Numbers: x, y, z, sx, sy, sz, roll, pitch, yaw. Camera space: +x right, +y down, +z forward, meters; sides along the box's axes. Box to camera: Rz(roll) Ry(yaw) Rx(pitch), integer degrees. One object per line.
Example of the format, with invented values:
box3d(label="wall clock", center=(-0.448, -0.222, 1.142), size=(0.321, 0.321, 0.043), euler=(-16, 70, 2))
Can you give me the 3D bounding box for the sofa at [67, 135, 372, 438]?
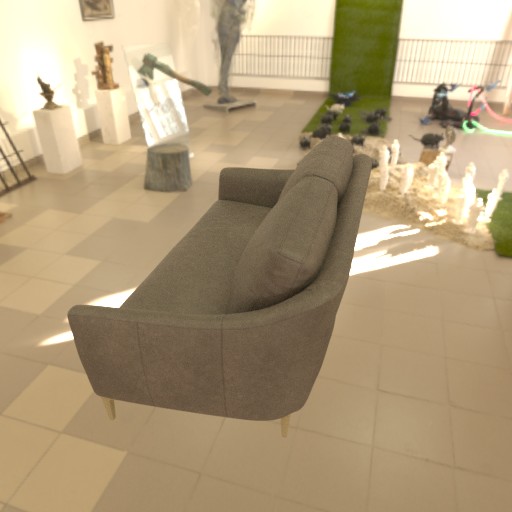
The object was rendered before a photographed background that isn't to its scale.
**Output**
box3d(label="sofa", center=(0.000, 0.000, 2.180), size=(0.960, 0.902, 1.619), euler=(9, 32, 14))
